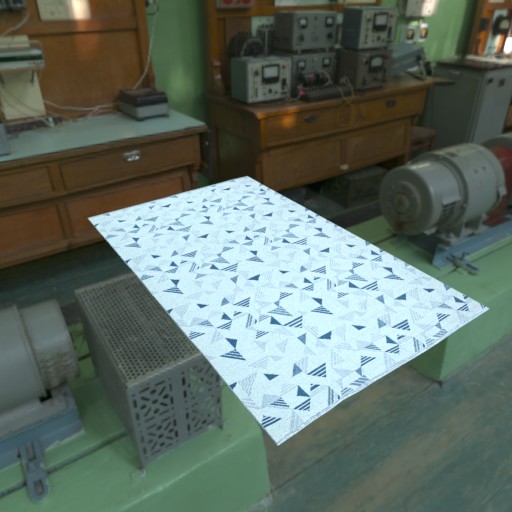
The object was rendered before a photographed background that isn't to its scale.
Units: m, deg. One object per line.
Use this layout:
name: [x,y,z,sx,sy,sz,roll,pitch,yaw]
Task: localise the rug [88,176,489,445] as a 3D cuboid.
rug: [0.000,0.000,2.994,1.512,0.009,2.457,-20,37,-29]
